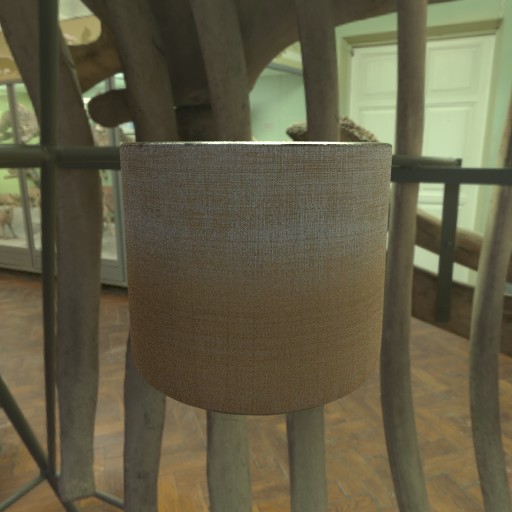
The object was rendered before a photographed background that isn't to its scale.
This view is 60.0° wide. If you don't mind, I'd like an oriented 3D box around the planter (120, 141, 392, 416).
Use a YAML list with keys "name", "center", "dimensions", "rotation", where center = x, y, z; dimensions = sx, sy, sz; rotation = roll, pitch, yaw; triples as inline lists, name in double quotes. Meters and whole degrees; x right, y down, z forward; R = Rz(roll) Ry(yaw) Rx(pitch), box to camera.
- name: "planter"
  center: [0.000, 0.000, 0.447]
  dimensions: [0.254, 0.221, 0.254]
  rotation: [0, 14, 0]
